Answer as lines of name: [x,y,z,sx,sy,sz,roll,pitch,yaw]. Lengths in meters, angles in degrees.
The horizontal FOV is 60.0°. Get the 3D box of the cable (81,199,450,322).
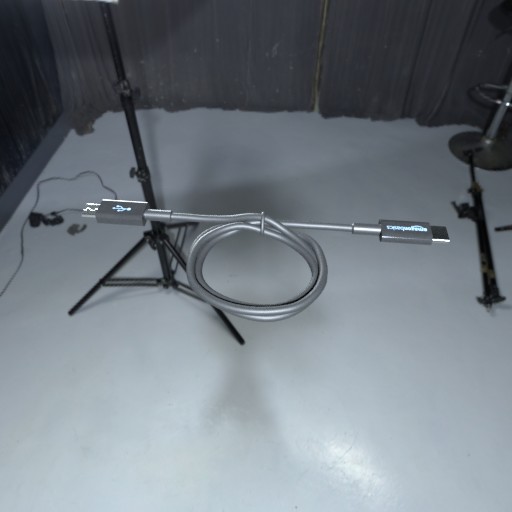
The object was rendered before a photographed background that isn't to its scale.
cable: [0.000,0.000,0.213,0.192,0.014,0.070,4,47,4]
